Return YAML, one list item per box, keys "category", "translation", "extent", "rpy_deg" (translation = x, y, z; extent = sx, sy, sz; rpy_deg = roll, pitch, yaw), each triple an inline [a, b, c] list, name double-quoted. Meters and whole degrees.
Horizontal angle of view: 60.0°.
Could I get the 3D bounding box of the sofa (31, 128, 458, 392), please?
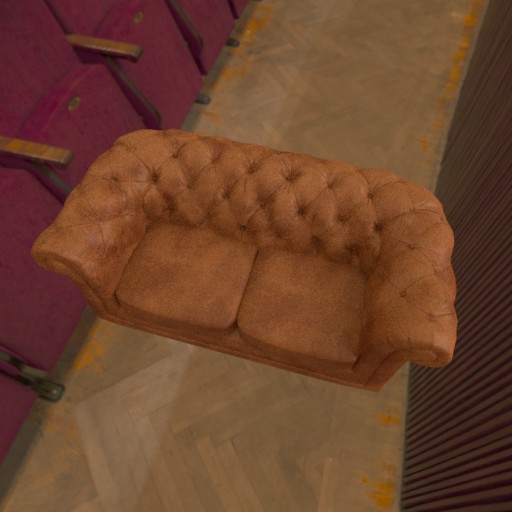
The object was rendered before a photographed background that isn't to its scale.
- category: "sofa"
  translation: [0.000, 0.000, 2.499]
  extent: [1.979, 0.877, 1.042]
  rpy_deg: [13, 58, 9]
